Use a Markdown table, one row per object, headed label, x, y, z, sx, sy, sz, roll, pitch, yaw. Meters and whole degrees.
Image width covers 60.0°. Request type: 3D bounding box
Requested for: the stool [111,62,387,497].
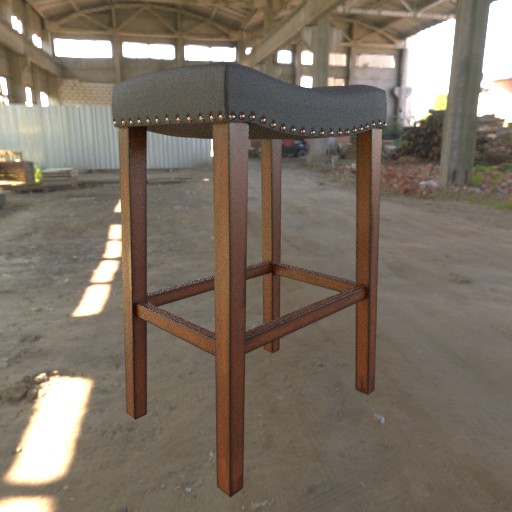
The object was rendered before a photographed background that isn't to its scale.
| label | x | y | z | sx | sy | sz | roll | pitch | yaw |
| --- | --- | --- | --- | --- | --- | --- | --- | --- | --- |
| stool | 0.000 | 0.000 | 1.004 | 0.366 | 0.748 | 0.502 | 14 | 20 | 43 |
